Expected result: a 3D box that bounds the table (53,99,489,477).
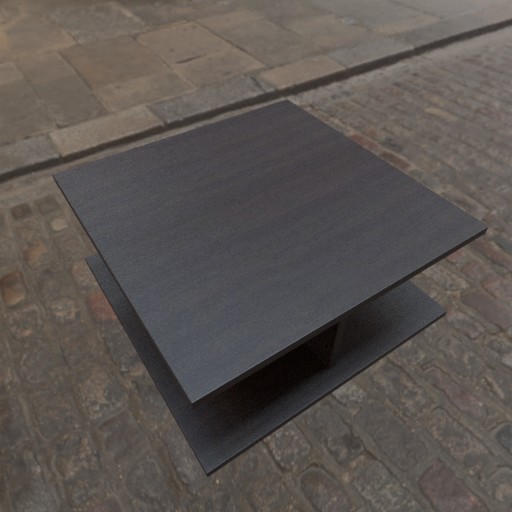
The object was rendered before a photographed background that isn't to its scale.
[{"bbox_3d":[0.000,0.000,1.217,0.762,0.396,0.762,-26,50,-23],"label":"table"}]
